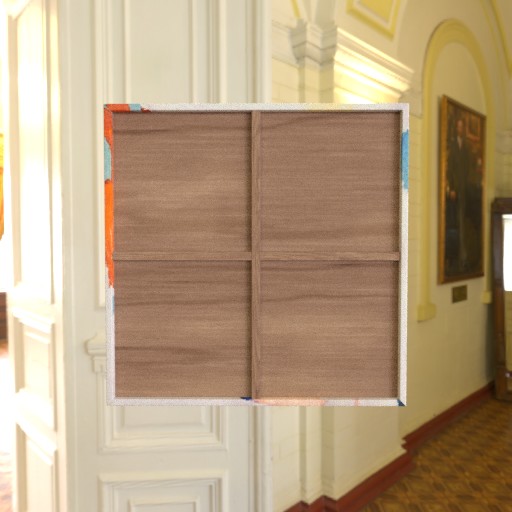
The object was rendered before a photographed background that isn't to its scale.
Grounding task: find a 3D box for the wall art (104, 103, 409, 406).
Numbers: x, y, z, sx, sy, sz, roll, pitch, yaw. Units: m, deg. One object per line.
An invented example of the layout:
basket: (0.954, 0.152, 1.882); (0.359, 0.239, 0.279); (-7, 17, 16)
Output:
wall art: (0.000, 0.000, 1.209); (0.814, 0.814, 0.037); (0, 2, 0)
